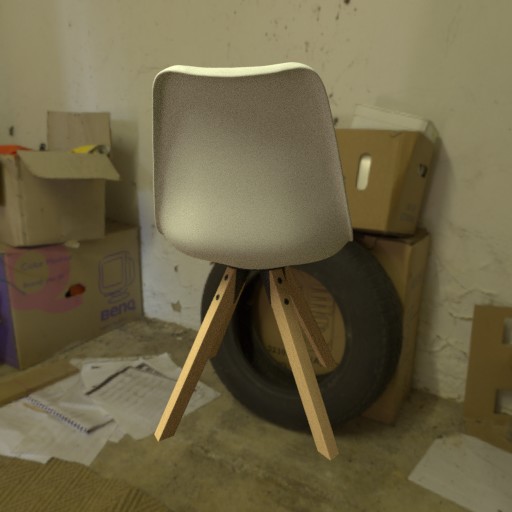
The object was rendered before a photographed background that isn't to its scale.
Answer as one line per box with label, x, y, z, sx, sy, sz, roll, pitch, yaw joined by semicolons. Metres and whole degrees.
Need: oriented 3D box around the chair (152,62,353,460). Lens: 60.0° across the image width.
chair;0.000;0.000;1.151;0.485;0.850;0.550;2;15;9
